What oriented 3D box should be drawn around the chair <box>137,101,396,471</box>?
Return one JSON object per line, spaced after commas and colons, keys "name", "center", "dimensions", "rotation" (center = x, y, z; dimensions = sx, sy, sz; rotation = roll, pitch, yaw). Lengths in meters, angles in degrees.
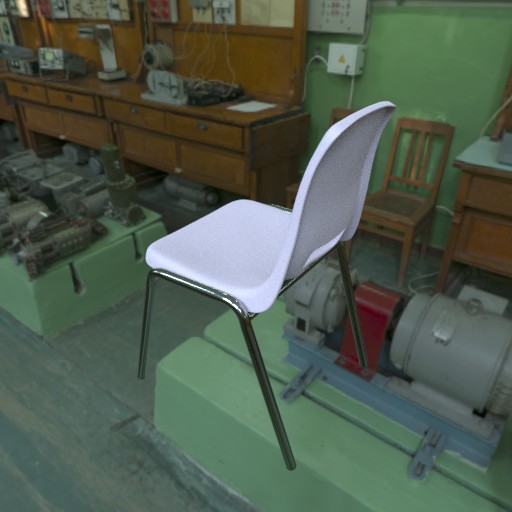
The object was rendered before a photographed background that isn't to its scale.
{"name": "chair", "center": [0.000, 0.000, 0.919], "dimensions": [0.436, 0.653, 0.381], "rotation": [21, 36, 31]}
